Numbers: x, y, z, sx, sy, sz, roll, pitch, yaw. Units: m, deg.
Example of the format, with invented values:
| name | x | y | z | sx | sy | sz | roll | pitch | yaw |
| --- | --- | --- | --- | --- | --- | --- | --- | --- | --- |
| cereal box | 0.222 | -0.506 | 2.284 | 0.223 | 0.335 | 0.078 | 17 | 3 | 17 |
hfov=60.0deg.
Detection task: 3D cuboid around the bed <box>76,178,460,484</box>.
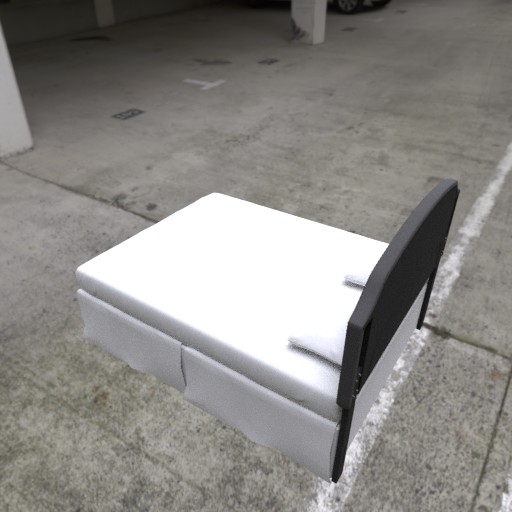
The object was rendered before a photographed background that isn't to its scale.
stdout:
| name | x | y | z | sx | sy | sz | roll | pitch | yaw |
| --- | --- | --- | --- | --- | --- | --- | --- | --- | --- |
| bed | 0.000 | 0.000 | 2.890 | 1.999 | 1.270 | 1.558 | 20 | 38 | 28 |
